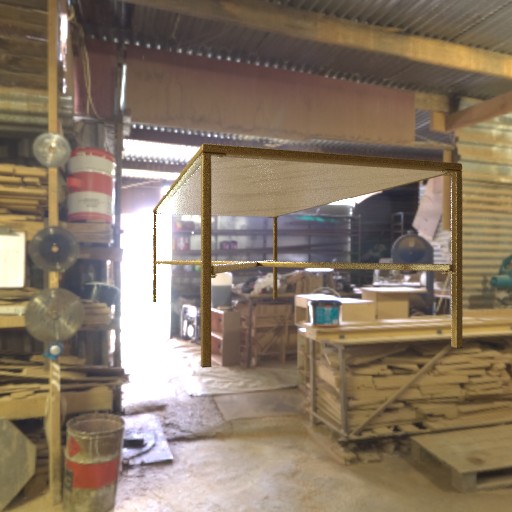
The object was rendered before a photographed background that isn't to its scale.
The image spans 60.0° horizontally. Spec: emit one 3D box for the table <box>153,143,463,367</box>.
[{"bbox_3d":[0.000,0.000,1.457,0.577,0.405,1.197,0,0,-17],"label":"table"}]
